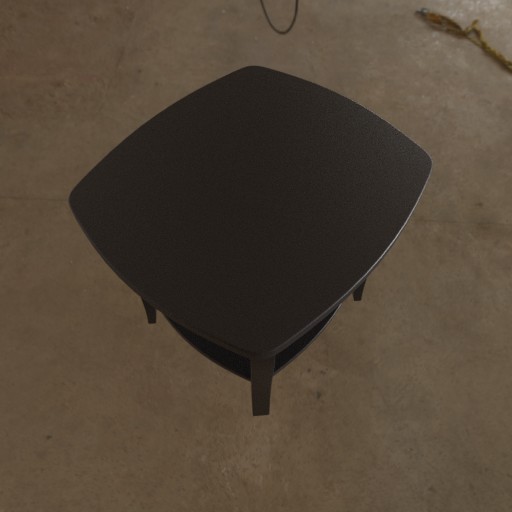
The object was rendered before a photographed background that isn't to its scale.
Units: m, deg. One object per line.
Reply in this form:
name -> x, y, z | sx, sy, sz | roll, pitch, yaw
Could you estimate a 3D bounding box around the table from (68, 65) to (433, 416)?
table -> 0.000, 0.000, 0.885 | 0.457, 0.457, 0.508 | 36, 64, 20
